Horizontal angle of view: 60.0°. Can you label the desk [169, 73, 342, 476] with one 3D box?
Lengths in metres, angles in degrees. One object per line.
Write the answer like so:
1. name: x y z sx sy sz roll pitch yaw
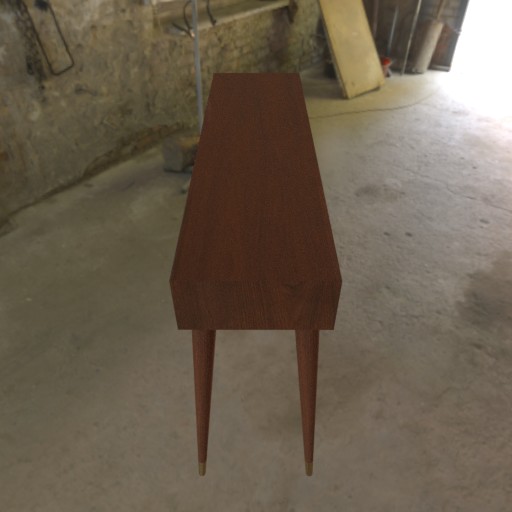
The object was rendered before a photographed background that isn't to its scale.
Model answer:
1. desk: 0.000 0.000 1.638 0.384 0.917 1.204 0 41 0
